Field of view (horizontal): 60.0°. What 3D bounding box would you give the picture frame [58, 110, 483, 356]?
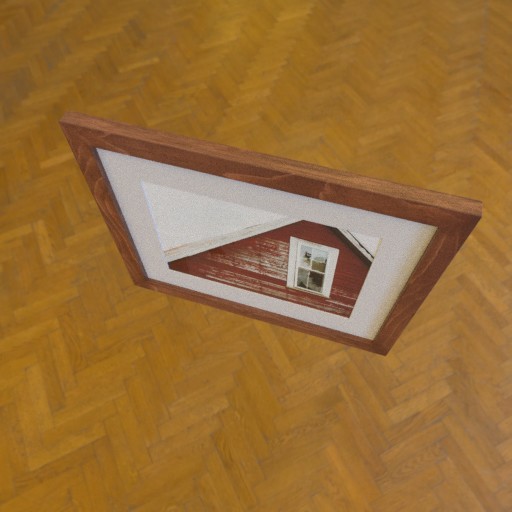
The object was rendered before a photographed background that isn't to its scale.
[{"bbox_3d":[0.000,0.000,0.759,0.559,0.457,0.025,15,58,9],"label":"picture frame"}]
